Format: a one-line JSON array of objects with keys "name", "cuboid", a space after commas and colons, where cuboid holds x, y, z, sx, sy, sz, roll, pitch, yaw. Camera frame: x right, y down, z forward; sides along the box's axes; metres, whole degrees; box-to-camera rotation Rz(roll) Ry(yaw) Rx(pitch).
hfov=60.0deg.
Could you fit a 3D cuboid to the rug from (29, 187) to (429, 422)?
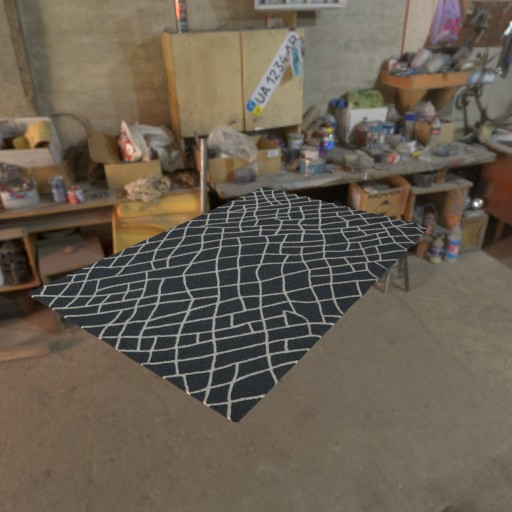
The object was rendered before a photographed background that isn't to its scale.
[{"name": "rug", "cuboid": [0.000, 0.000, 2.328, 1.223, 0.013, 1.830, 19, 33, 32]}]
